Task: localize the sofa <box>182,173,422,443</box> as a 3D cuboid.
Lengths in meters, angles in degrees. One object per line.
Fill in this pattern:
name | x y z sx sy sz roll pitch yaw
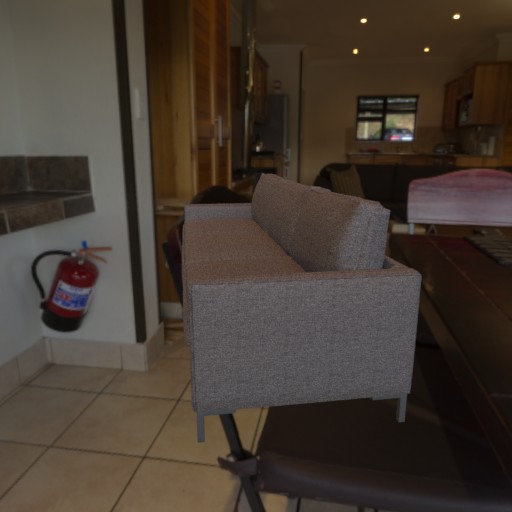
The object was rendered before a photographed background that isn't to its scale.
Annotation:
sofa | 0.000 0.000 2.649 0.876 0.882 2.253 -2 14 -9
